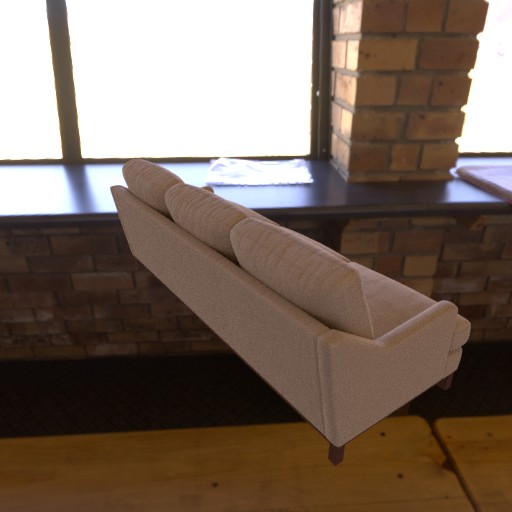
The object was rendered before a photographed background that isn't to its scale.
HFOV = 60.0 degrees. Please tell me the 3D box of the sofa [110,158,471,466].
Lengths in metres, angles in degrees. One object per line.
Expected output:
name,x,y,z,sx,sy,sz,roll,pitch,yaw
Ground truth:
sofa,0.000,0.000,2.745,1.000,0.913,2.321,-17,31,-31
